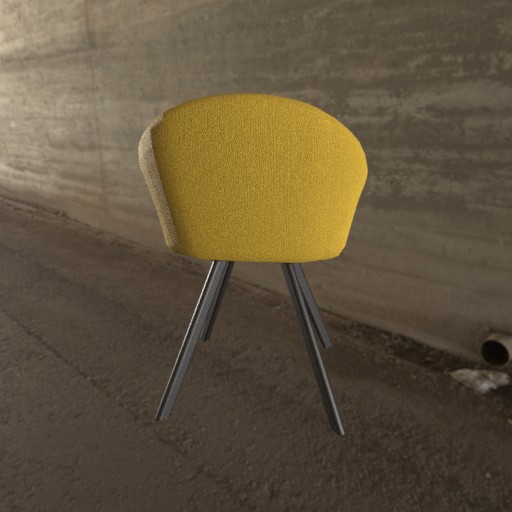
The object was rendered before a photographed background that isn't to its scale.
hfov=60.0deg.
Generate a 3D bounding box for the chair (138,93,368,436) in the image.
[{"bbox_3d":[0.000,0.000,1.164,0.545,0.775,0.565,2,17,7],"label":"chair"}]
